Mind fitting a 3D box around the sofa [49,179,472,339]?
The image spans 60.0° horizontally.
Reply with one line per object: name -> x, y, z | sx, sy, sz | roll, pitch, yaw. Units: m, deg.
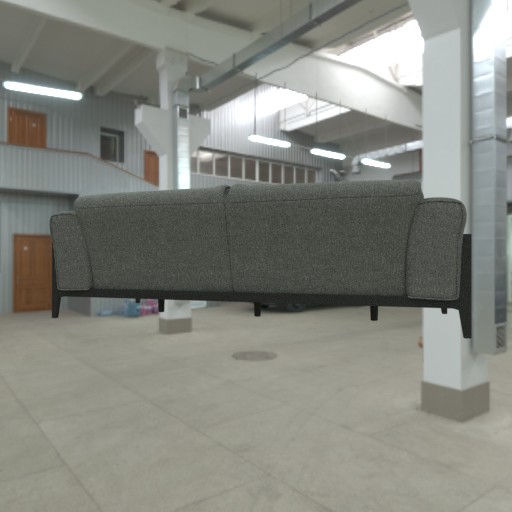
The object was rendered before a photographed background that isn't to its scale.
sofa -> 0.000, 0.000, 2.542 | 2.125, 0.703, 0.985 | 0, 0, 17
